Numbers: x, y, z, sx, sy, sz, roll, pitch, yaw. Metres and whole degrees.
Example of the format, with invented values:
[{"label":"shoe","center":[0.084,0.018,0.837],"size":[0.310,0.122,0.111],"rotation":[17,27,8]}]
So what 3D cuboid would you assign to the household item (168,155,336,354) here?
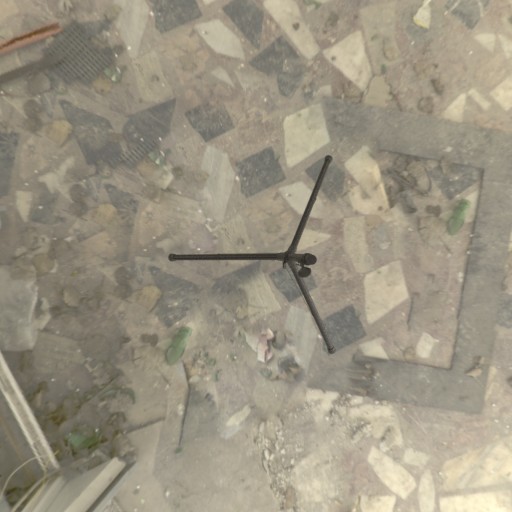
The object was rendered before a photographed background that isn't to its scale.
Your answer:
[{"label":"household item","center":[0.000,0.000,2.783],"size":[1.339,1.595,1.596],"rotation":[0,91,-2]}]
